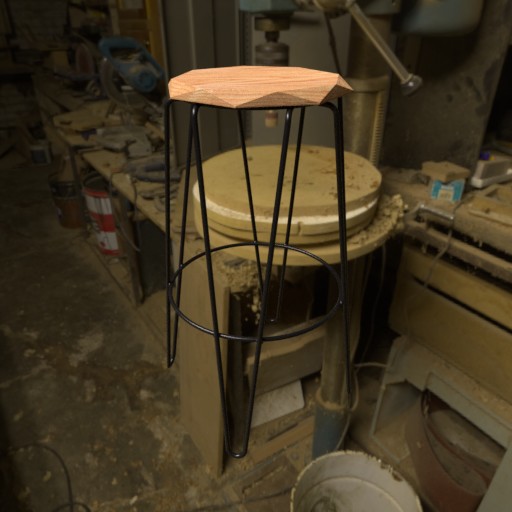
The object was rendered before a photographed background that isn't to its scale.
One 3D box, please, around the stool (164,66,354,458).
[{"bbox_3d":[0.000,0.000,0.806,0.326,0.610,0.326,-18,35,-29],"label":"stool"}]
